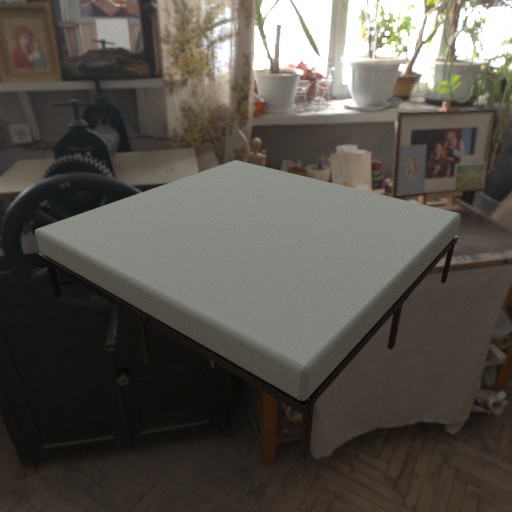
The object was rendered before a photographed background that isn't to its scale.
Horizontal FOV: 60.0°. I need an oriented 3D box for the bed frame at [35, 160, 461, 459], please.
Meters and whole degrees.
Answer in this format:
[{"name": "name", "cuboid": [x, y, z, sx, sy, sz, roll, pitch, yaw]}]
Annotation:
[{"name": "bed frame", "cuboid": [0.000, 0.000, 3.872, 2.635, 0.680, 2.526, 21, 35, 33]}]
